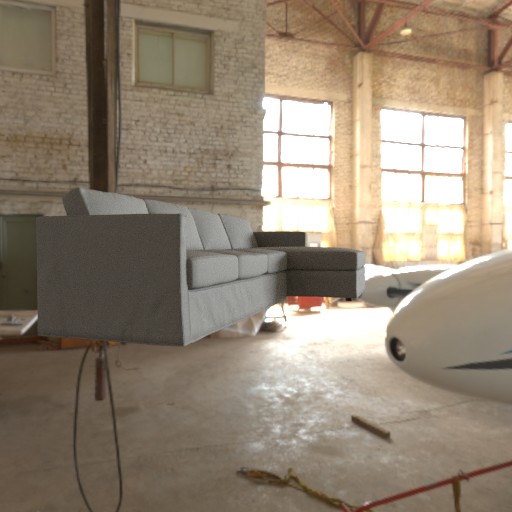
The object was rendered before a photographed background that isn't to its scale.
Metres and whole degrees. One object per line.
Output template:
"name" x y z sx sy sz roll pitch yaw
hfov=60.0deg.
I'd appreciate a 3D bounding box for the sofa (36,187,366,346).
"sofa" 0.000 0.000 3.785 1.622 0.867 3.177 0 1 18
